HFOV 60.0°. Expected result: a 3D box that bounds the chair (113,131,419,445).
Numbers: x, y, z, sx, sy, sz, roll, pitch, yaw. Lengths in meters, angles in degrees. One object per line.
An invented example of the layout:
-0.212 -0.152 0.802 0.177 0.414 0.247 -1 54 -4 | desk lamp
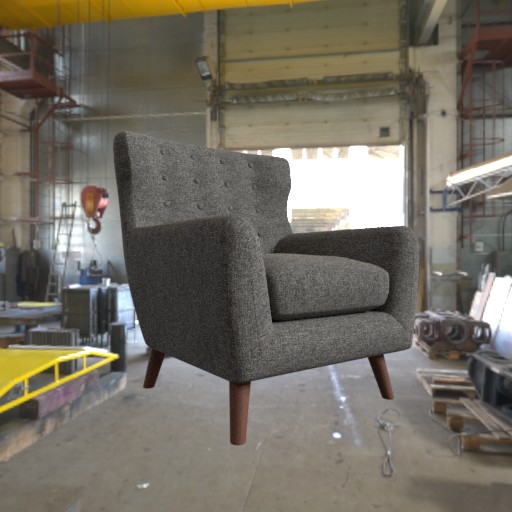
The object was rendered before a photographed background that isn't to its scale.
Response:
0.000 0.000 1.756 0.889 1.039 0.940 0 0 -36 | chair
